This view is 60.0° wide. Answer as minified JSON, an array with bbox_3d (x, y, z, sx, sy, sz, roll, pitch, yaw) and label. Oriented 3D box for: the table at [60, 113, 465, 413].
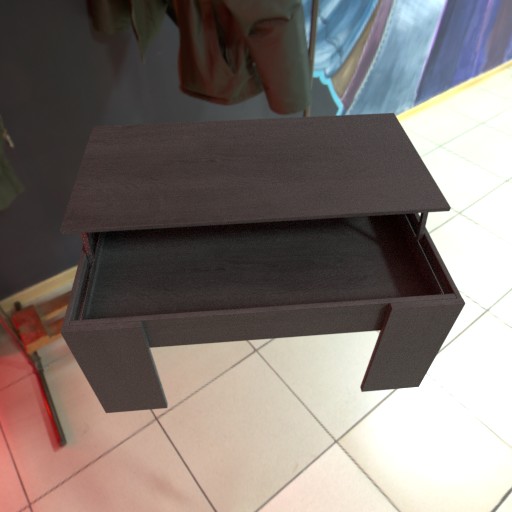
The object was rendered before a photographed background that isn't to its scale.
[{"bbox_3d":[0.000,0.000,1.431,1.000,0.570,0.711,-4,47,-3],"label":"table"}]
